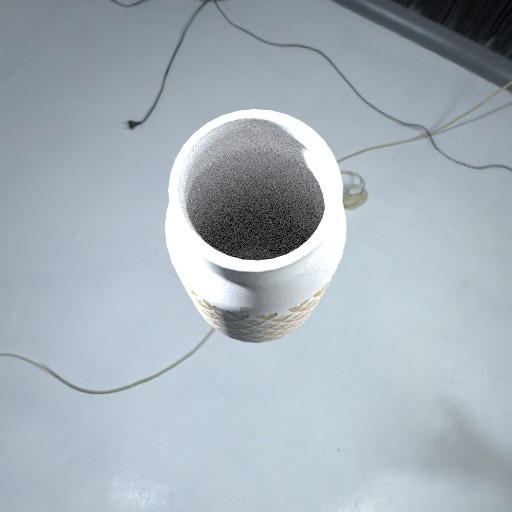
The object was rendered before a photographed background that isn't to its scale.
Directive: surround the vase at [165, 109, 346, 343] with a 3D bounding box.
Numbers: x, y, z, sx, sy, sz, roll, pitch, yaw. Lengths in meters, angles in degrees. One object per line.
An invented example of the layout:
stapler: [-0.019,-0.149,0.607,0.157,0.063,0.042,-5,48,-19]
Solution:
vase: [0.000,0.000,0.377,0.137,0.307,0.137,0,76,0]
